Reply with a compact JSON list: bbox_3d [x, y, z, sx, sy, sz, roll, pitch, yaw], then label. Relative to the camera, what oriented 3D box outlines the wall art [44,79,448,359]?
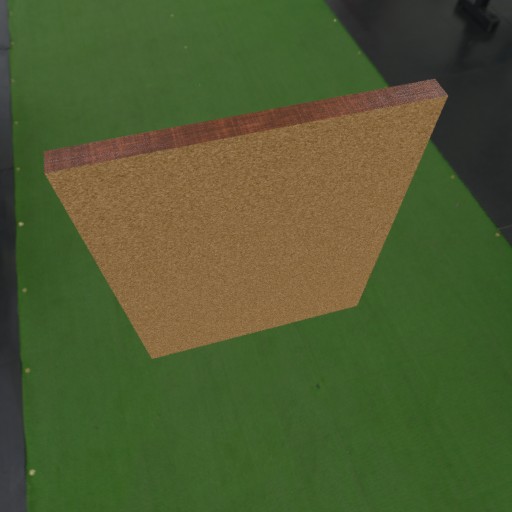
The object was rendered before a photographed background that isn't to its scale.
[{"bbox_3d":[0.000,0.000,0.743,0.467,0.567,0.033,-13,58,-8],"label":"wall art"}]
